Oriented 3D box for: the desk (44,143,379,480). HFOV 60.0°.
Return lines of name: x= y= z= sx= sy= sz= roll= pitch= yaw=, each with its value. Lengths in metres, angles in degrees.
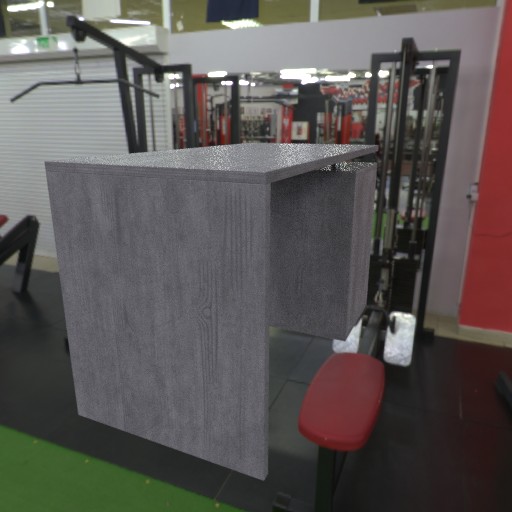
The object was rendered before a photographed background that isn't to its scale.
desk: x=0.000 y=0.000 z=1.604 sx=0.600 sy=0.740 sz=1.200 roll=8 pitch=18 yaw=24
